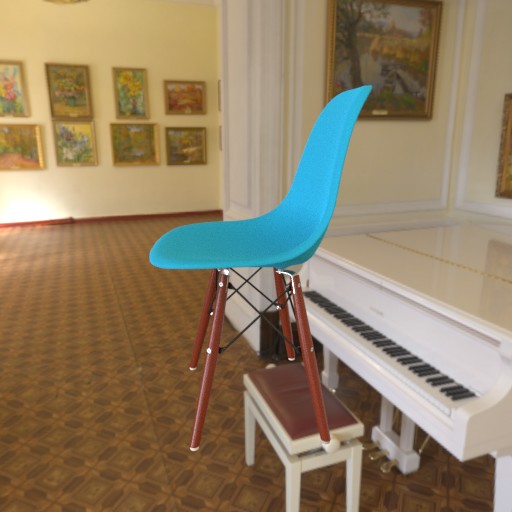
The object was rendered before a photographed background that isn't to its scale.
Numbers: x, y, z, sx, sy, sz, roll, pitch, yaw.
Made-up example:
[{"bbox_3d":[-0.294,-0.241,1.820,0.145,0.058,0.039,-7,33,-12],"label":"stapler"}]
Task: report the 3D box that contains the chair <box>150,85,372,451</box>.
[{"bbox_3d":[0.000,0.000,1.146,0.533,0.826,0.470,-2,15,-9],"label":"chair"}]
